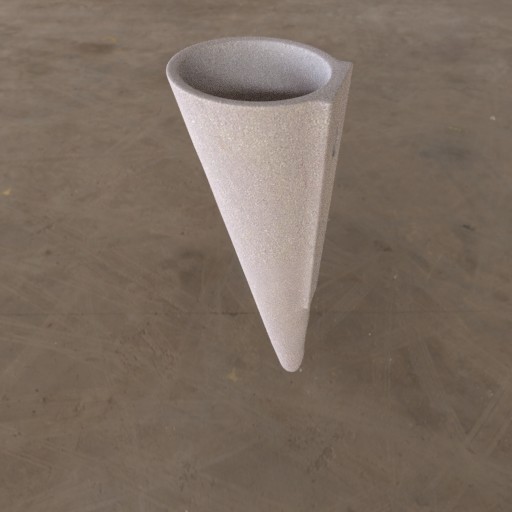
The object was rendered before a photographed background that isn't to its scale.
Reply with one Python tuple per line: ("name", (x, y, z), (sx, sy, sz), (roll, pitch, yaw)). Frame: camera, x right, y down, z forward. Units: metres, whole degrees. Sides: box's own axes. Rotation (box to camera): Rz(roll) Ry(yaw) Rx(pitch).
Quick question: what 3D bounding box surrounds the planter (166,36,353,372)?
("planter", (0.000, 0.000, 0.304), (0.087, 0.259, 0.078), (15, 48, 14))
